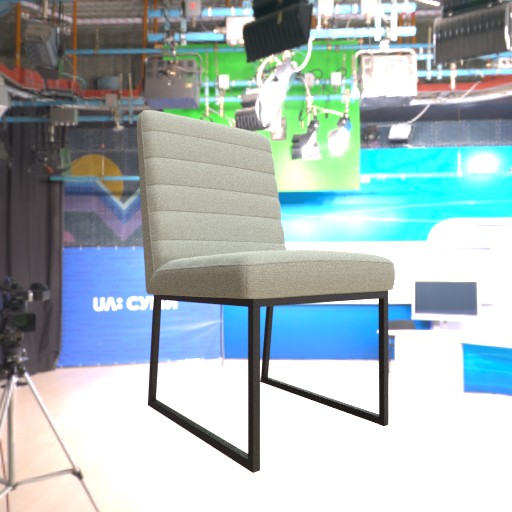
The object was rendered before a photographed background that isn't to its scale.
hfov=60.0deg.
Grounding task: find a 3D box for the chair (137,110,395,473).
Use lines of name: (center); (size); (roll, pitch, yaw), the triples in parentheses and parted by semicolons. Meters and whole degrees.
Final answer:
chair: (0.000, 0.000, 1.320); (0.520, 0.930, 0.634); (1, -1, -37)
